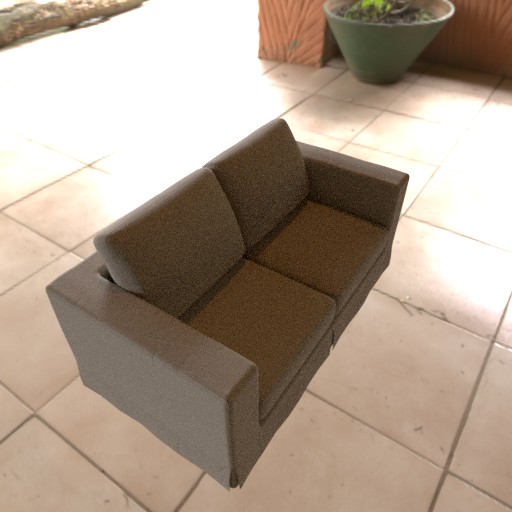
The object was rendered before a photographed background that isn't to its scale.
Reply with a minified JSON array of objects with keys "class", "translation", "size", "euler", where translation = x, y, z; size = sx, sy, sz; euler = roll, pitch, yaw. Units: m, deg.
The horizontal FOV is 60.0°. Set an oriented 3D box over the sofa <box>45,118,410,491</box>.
[{"class":"sofa","translation":[0.000,0.000,2.373],"size":[1.009,0.932,1.813],"euler":[24,46,25]}]
